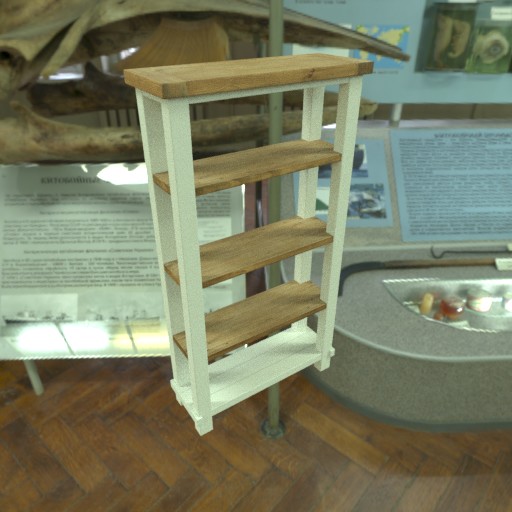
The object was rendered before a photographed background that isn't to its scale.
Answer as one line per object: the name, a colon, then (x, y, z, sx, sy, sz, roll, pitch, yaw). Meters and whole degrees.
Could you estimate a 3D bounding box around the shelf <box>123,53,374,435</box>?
shelf: (0.000, 0.000, 2.354, 1.022, 1.878, 0.381, -19, 36, -29)
